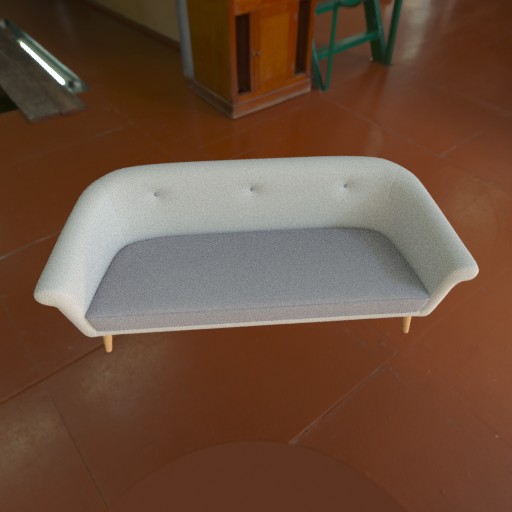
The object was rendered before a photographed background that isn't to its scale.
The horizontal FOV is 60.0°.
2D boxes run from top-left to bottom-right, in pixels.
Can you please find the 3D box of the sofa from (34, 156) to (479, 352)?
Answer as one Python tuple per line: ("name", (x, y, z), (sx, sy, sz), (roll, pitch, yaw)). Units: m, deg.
("sofa", (0.000, 0.000, 2.540), (2.160, 0.795, 0.827), (-3, 46, -3))
